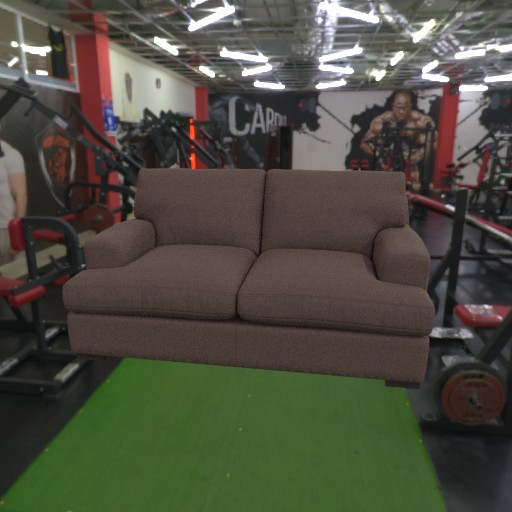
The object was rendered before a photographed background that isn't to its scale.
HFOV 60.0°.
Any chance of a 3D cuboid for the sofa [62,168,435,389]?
[{"bbox_3d":[0.000,0.000,2.597,1.869,0.950,1.140,3,15,9],"label":"sofa"}]
